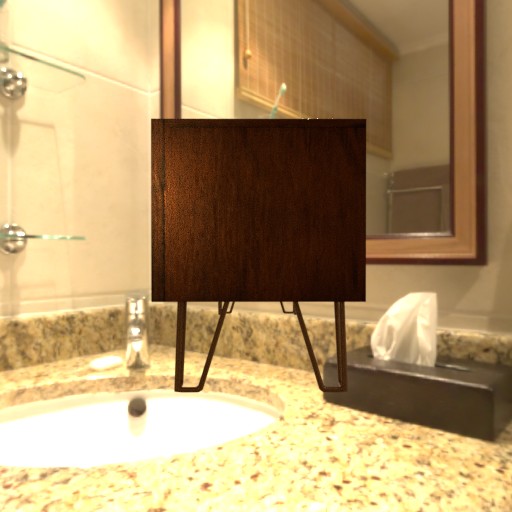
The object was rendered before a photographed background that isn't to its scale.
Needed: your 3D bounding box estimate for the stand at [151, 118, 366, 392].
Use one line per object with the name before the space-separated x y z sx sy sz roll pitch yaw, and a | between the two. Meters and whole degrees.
stand | 0.000 0.000 1.653 0.481 0.610 1.372 0 1 0
